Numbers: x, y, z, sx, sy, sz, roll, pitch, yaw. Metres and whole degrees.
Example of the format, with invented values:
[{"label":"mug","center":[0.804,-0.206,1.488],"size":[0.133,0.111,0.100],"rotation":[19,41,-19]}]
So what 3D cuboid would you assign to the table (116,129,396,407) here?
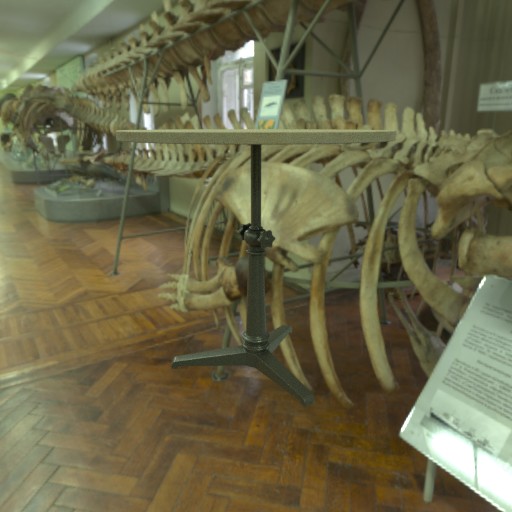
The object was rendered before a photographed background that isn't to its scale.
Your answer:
[{"label":"table","center":[0.000,0.000,1.430],"size":[0.800,0.780,0.800],"rotation":[0,16,0]}]
